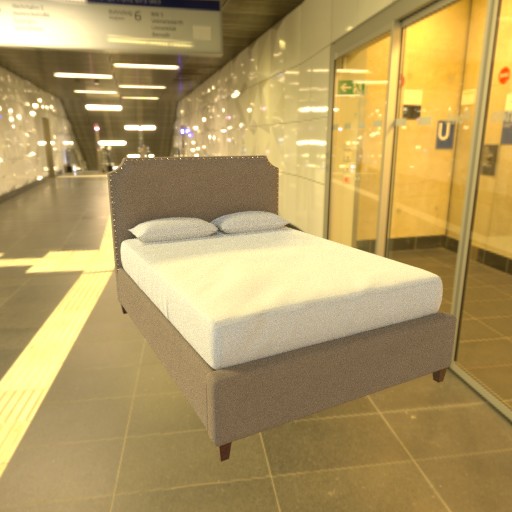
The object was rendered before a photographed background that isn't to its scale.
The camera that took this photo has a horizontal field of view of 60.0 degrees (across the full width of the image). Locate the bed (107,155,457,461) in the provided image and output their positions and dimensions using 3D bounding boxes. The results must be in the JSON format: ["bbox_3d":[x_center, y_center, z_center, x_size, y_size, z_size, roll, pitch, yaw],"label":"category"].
[{"bbox_3d":[0.000,0.000,3.380,1.703,1.415,2.329,-8,17,-27],"label":"bed"}]
